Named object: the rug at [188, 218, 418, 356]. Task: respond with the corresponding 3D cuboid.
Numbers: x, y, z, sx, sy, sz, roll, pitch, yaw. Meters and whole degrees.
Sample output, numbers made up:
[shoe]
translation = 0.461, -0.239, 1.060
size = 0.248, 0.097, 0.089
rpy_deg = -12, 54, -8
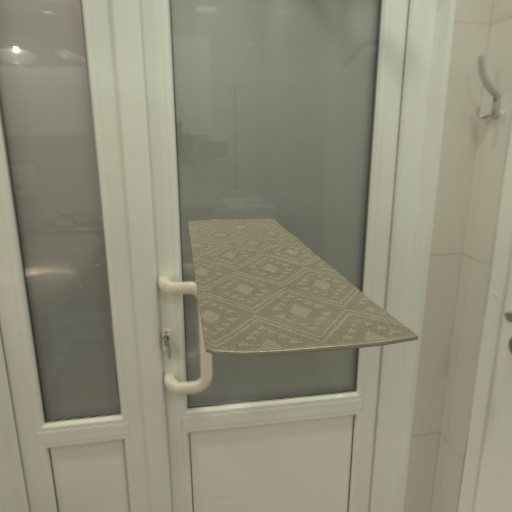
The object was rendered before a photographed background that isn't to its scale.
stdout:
[rug]
translation = 0.000, 0.000, 2.666
size = 0.752, 0.051, 2.452
rpy_deg = -3, 15, -9
